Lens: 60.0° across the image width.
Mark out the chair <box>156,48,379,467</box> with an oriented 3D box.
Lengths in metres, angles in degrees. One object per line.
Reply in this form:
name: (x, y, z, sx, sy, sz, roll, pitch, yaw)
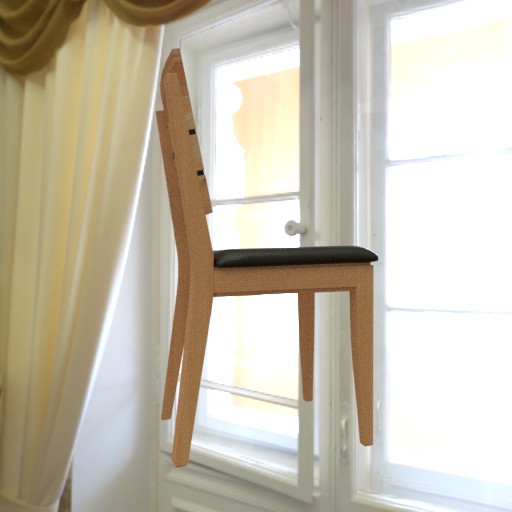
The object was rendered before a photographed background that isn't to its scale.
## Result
chair: (0.000, 0.000, 1.209, 0.520, 0.940, 0.410, 0, 0, -17)
